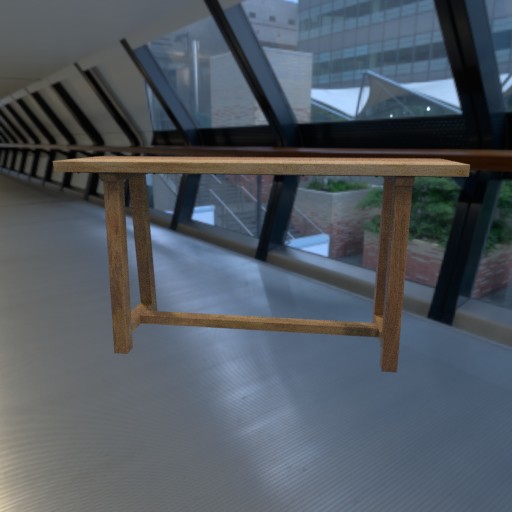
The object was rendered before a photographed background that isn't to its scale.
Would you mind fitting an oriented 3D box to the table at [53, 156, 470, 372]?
[{"bbox_3d":[0.000,0.000,1.907,1.524,0.810,0.405,2,16,8],"label":"table"}]
